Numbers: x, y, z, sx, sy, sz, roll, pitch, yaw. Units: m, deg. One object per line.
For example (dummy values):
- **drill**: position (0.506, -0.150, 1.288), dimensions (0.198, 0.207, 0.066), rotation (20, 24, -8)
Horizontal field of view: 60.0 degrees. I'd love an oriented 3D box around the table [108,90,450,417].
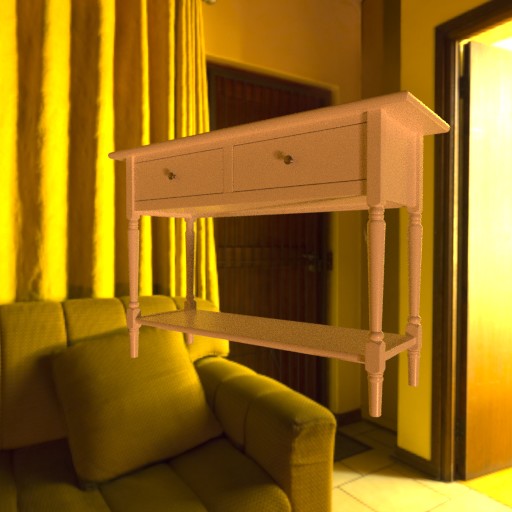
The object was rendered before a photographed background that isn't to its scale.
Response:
- **table**: position (0.000, 0.000, 1.566), dimensions (1.191, 0.814, 0.386), rotation (1, 2, 37)
